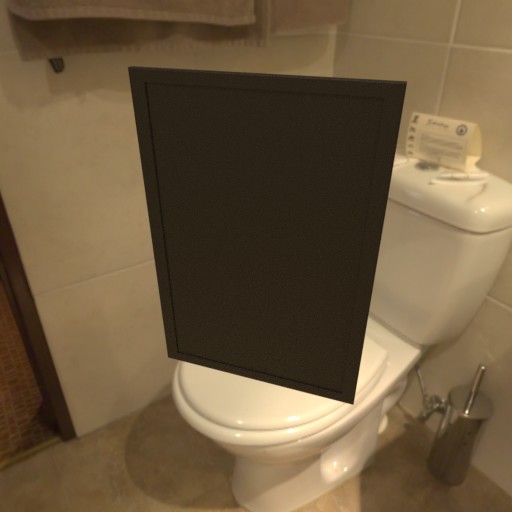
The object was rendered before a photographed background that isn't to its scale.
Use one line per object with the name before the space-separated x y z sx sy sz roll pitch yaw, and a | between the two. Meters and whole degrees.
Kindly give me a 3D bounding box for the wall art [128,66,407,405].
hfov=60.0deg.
wall art | 0.000 0.000 0.858 0.451 0.661 0.012 10 32 16
